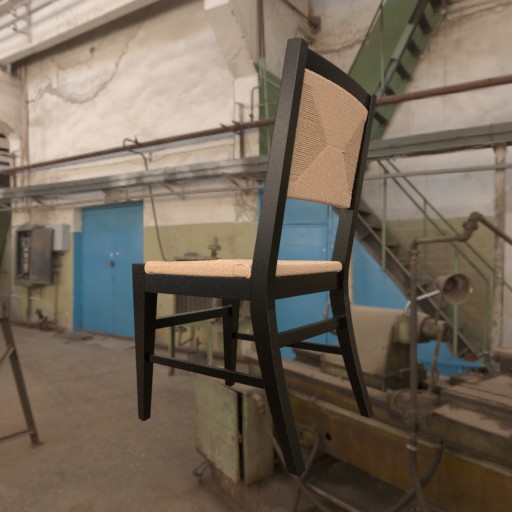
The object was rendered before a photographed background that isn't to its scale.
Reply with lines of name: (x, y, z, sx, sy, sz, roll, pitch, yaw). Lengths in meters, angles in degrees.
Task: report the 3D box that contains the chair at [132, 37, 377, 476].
chair: (0.000, 0.000, 1.257, 0.552, 0.927, 0.437, 1, 1, 36)
